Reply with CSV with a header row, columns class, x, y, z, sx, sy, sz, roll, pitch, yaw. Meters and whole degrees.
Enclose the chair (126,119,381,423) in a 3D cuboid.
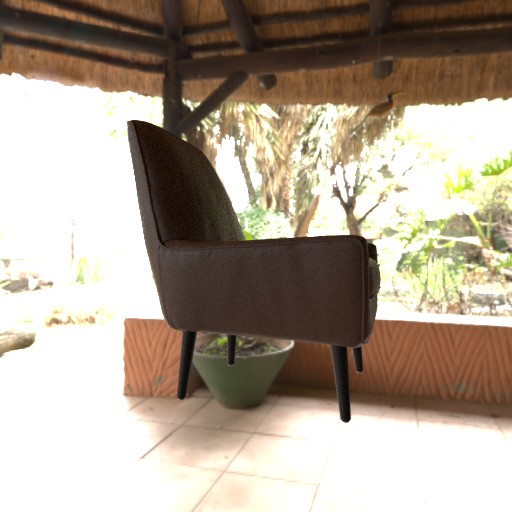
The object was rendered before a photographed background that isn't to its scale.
class,x,y,z,sx,sy,sz,roll,pitch,yaw
chair,0.000,0.000,1.533,0.824,0.888,0.787,0,0,17
